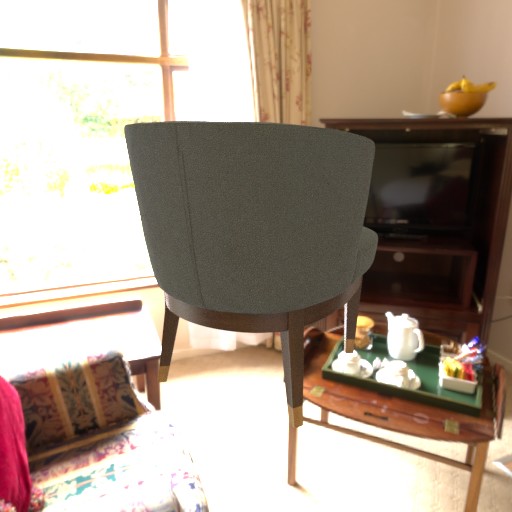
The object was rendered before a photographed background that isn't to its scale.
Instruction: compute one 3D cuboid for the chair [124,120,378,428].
[{"bbox_3d":[0.000,0.000,1.318,0.661,0.760,0.702,9,18,27],"label":"chair"}]
